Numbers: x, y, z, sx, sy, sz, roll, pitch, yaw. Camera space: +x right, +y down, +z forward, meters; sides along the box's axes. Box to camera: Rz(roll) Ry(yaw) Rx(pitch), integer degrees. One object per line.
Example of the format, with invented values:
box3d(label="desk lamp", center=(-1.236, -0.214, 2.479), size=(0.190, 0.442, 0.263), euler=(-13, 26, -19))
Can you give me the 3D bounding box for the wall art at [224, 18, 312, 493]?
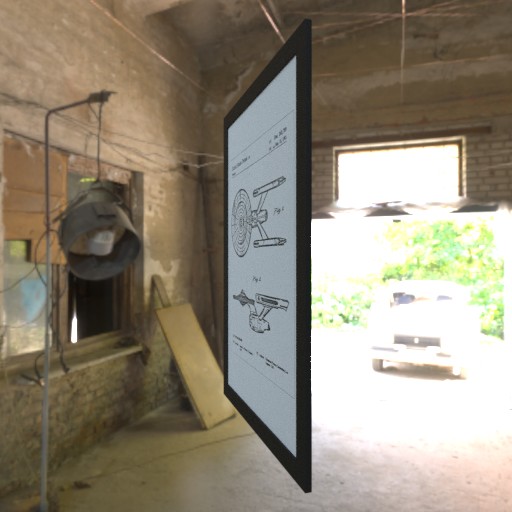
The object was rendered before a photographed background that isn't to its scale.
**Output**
box3d(label="wall art", center=(0.000, 0.000, 0.676), size=(0.008, 0.530, 0.379), euler=(0, 0, -18))
